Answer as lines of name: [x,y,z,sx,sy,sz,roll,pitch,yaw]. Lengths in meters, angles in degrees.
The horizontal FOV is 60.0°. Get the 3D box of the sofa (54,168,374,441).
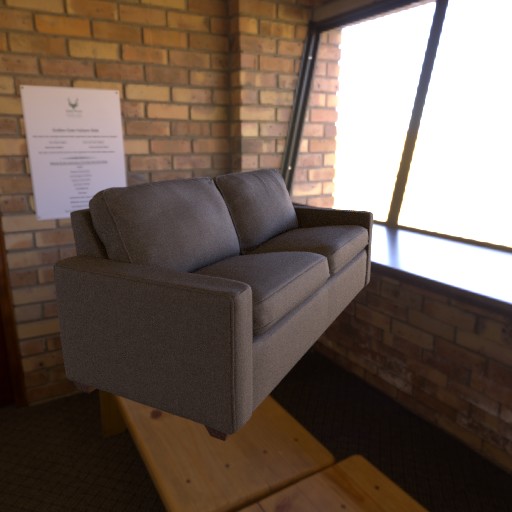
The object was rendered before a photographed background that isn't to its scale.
sofa: [0.000,0.000,2.590,0.940,0.919,2.080,7,16,26]
